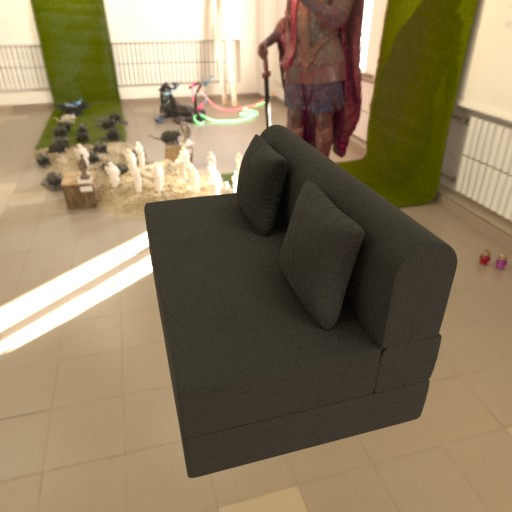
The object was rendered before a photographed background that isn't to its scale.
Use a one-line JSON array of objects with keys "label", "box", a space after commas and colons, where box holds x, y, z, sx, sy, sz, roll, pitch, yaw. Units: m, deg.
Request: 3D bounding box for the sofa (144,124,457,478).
[{"label": "sofa", "box": [0.000, 0.000, 1.687, 0.762, 0.670, 1.225, -8, 31, -14]}]
